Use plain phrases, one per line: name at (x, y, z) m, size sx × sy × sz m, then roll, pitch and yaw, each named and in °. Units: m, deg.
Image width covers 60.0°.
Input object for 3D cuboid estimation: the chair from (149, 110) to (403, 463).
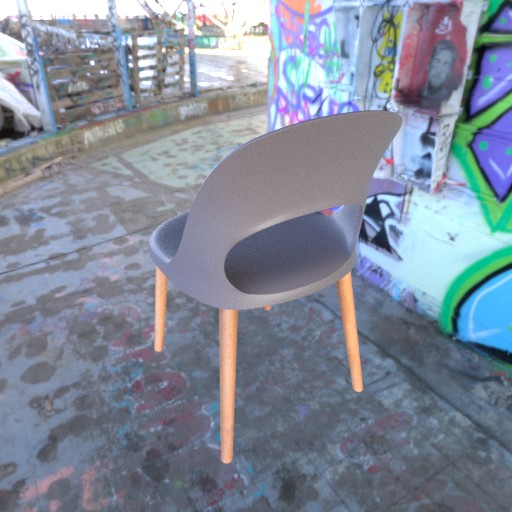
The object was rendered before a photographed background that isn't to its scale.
chair at (0.000, 0.000, 1.120) m, size 0.470 × 0.795 × 0.556 m, roll -17°, pitch 33°, yaw -28°
